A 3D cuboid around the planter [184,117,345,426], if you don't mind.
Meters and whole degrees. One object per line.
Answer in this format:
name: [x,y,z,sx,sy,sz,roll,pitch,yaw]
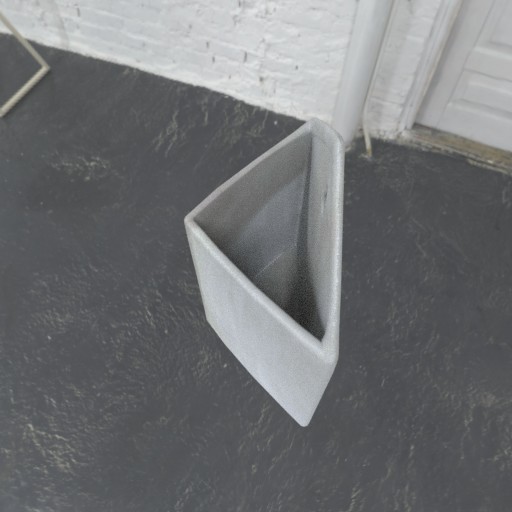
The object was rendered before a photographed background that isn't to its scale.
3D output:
planter: [0.000,0.000,0.275,0.080,0.194,0.163,1,58,1]
